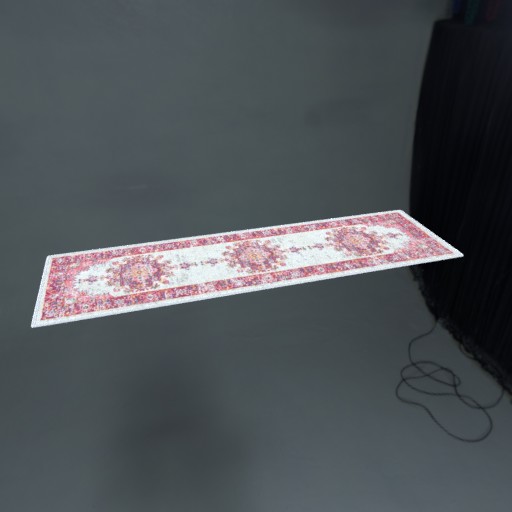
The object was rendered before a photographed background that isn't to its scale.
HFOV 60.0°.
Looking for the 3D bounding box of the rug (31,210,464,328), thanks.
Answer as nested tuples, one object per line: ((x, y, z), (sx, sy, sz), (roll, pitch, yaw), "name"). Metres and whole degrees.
((0.000, 0.000, 2.535), (2.294, 0.011, 0.666), (-8, 31, -14), "rug")
